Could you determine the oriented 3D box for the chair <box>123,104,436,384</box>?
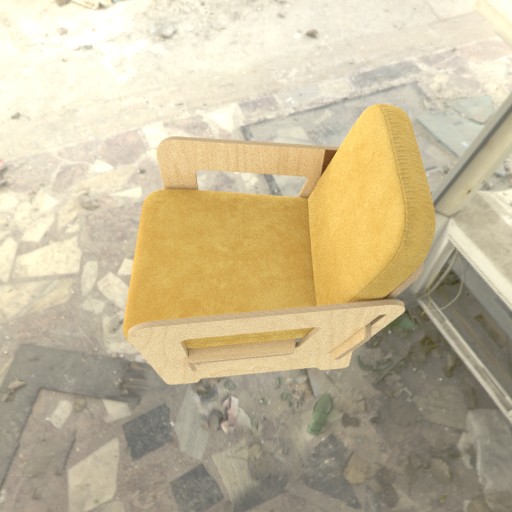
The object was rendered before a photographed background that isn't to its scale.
[{"bbox_3d":[0.000,0.000,1.267,0.710,0.800,0.590,0,58,0],"label":"chair"}]
